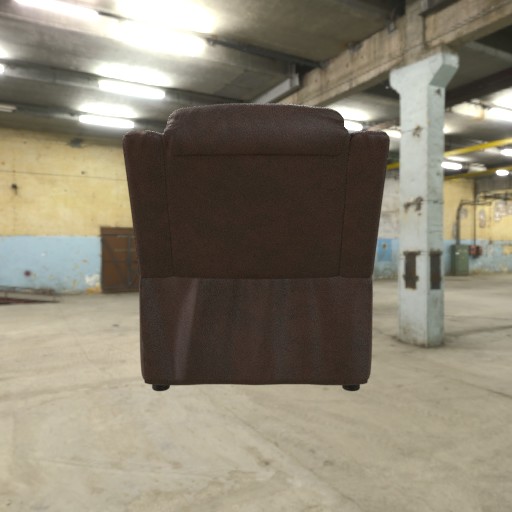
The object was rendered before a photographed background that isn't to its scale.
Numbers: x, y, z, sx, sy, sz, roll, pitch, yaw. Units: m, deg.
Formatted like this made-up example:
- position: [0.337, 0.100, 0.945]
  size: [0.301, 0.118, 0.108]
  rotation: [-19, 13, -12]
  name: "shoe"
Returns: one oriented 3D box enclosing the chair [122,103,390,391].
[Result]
- position: [0.000, 0.000, 1.312]
  size: [0.680, 0.702, 0.707]
  rotation: [0, 0, 0]
  name: "chair"
